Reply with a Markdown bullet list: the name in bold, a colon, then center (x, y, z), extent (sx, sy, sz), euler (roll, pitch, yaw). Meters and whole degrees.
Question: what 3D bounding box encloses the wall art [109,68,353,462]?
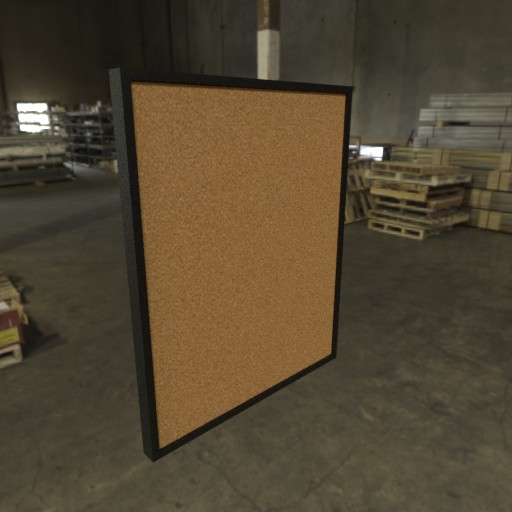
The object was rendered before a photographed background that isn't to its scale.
- **wall art**: center (0.000, 0.000, 0.754), extent (0.457, 0.559, 0.029), euler (-15, 23, -41)
